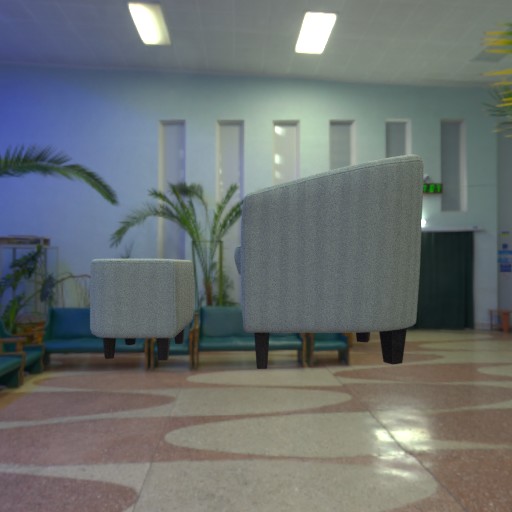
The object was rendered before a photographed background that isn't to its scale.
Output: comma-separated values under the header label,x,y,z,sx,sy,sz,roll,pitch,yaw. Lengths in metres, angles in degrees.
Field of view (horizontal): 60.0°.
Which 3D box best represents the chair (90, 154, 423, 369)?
label,x,y,z,sx,sy,sz,roll,pitch,yaw
chair,0.000,0.000,1.774,1.288,0.757,0.756,0,-1,0
